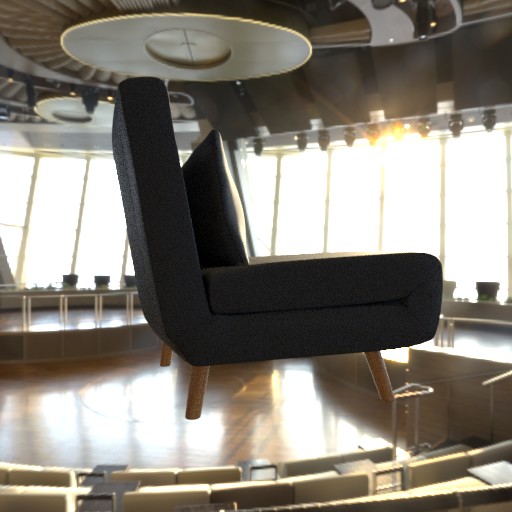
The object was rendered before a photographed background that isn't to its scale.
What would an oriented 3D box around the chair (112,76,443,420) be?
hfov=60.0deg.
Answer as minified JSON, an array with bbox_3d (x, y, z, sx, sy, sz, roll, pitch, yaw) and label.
[{"bbox_3d":[0.000,0.000,1.454,0.900,0.808,0.770,0,0,-19],"label":"chair"}]
